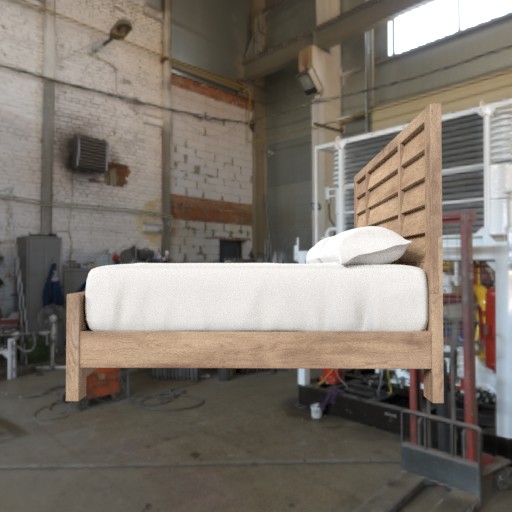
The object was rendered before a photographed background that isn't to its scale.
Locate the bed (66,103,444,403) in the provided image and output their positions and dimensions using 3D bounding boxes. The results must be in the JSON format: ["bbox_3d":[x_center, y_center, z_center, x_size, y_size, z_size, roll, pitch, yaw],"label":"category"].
[{"bbox_3d":[0.000,0.000,3.431,2.062,1.626,2.032,0,-1,1],"label":"bed"}]
